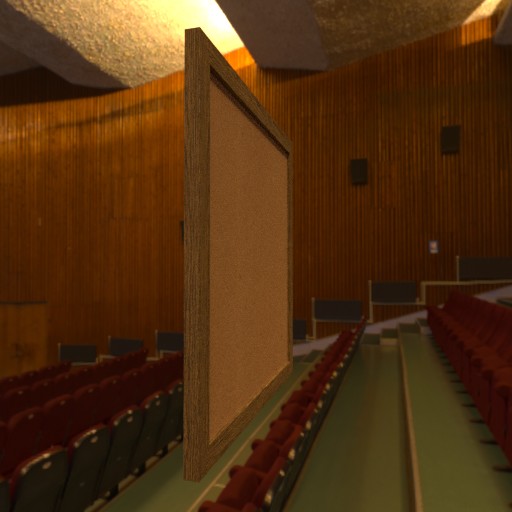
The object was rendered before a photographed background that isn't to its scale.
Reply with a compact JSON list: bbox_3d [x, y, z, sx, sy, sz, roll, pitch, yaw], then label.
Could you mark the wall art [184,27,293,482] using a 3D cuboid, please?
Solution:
[{"bbox_3d":[0.000,0.000,0.740,0.019,0.508,0.508,0,-1,16],"label":"wall art"}]
